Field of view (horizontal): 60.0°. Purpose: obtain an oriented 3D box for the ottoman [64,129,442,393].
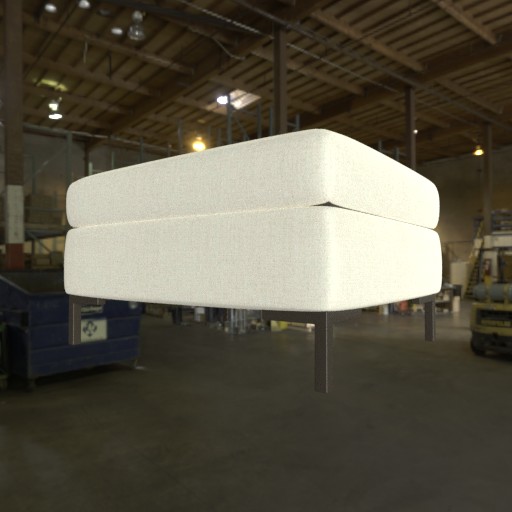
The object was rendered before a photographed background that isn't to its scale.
[{"bbox_3d":[0.000,0.000,1.165,0.794,0.453,0.657,-1,-2,37],"label":"ottoman"}]
